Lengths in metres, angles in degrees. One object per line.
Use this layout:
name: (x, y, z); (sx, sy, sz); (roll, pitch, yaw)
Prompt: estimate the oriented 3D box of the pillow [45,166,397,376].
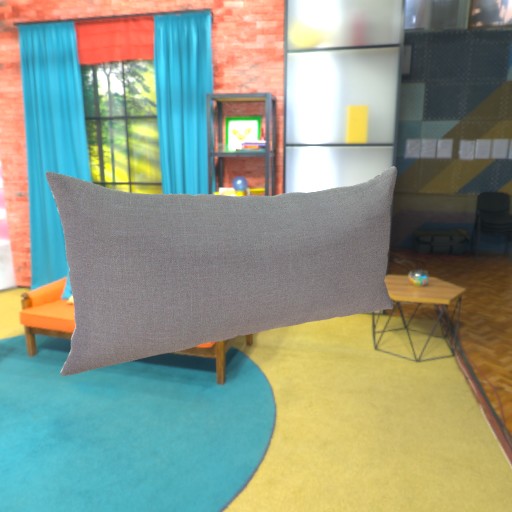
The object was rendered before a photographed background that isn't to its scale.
pillow: (0.000, 0.000, 0.745); (0.631, 0.290, 0.148); (-6, 14, -26)
